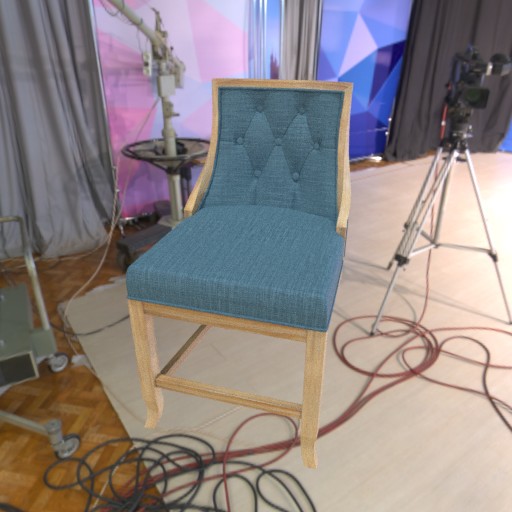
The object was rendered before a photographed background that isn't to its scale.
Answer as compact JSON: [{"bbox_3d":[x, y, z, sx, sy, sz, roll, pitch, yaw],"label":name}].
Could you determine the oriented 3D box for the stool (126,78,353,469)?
[{"bbox_3d":[0.000,0.000,1.331,0.524,0.938,0.626,8,28,14],"label":"stool"}]
